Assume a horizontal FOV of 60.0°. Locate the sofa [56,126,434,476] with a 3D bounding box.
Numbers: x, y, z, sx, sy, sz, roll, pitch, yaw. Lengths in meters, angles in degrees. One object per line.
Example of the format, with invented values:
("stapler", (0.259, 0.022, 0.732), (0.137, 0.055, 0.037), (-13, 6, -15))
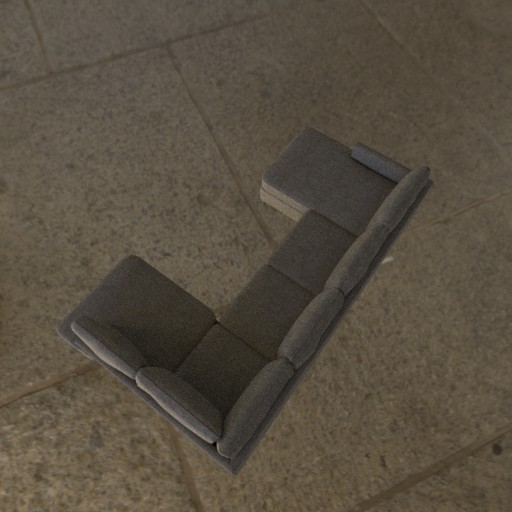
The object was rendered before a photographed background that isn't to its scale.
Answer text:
("sofa", (0.000, 0.000, 4.389), (2.048, 0.999, 3.423), (33, 68, 16))
